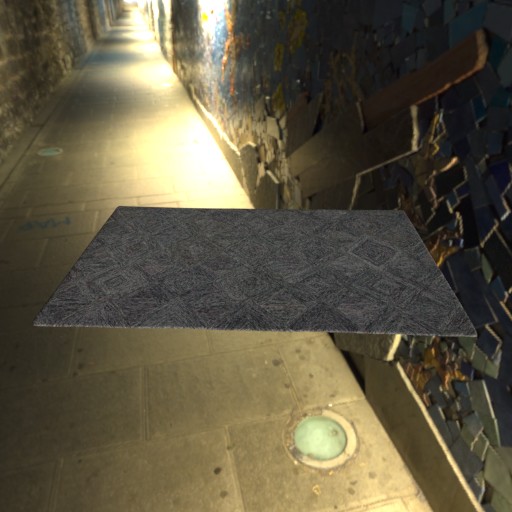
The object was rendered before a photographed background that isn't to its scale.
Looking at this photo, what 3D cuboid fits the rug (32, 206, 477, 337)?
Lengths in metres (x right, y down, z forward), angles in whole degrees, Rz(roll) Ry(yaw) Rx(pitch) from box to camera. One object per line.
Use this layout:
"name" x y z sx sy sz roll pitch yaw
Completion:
"rug" 0.000 0.000 2.221 1.752 0.013 1.158 1 30 2
